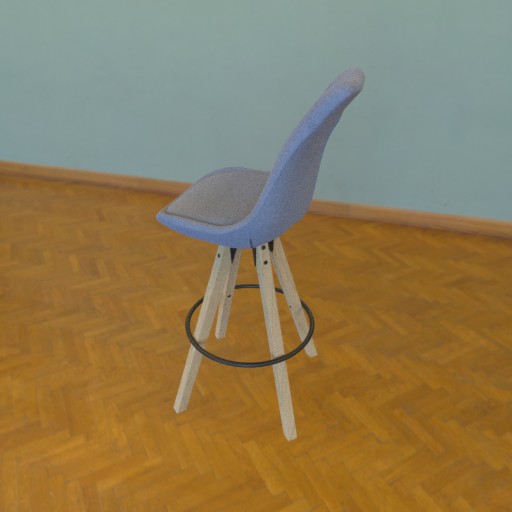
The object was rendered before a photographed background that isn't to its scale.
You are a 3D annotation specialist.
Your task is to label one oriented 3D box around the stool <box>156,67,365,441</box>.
[{"bbox_3d":[0.000,0.000,1.425,0.550,1.115,0.485,8,31,14],"label":"stool"}]
